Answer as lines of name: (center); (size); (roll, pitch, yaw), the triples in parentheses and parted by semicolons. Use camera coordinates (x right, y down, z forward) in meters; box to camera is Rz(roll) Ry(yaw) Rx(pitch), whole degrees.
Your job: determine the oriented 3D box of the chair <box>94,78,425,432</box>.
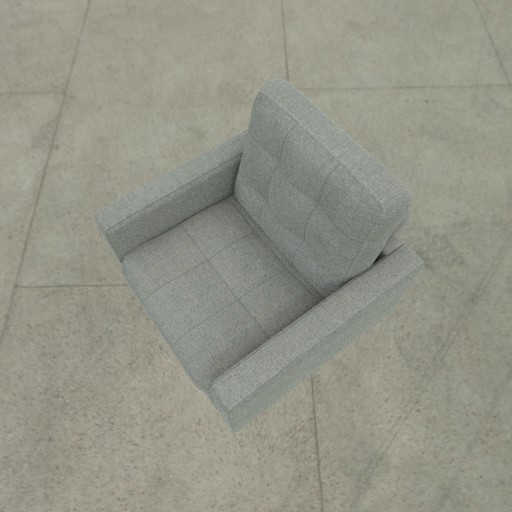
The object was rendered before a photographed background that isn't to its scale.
chair: (0.000, 0.000, 1.578); (0.843, 0.880, 0.821); (-33, 66, -17)
